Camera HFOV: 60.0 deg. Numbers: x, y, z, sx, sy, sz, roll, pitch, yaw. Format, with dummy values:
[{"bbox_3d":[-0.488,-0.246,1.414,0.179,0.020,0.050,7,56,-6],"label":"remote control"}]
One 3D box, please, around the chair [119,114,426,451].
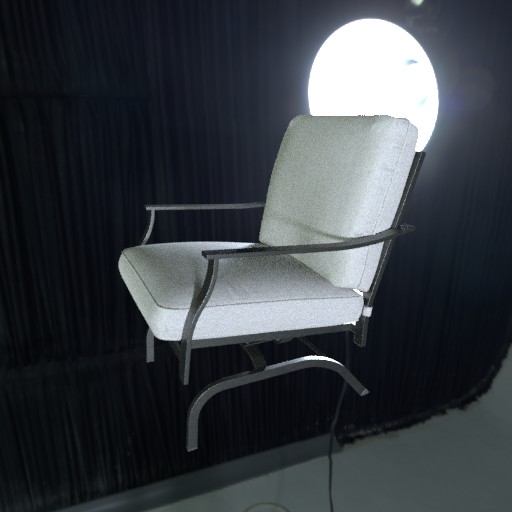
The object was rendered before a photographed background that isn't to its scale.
[{"bbox_3d":[0.000,0.000,1.412,0.787,0.860,0.650,-8,19,-24],"label":"chair"}]
